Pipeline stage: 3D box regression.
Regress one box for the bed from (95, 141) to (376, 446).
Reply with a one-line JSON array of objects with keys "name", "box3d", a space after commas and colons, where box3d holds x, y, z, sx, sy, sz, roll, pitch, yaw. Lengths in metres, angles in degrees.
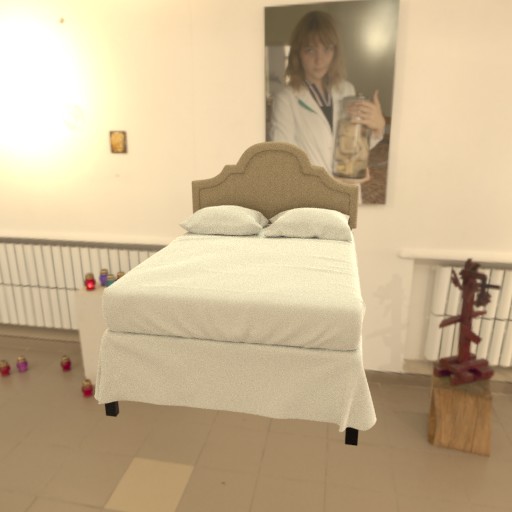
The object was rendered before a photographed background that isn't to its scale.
[{"name": "bed", "box3d": [0.000, 0.000, 3.407, 1.780, 1.634, 2.222, 3, 17, 10]}]
